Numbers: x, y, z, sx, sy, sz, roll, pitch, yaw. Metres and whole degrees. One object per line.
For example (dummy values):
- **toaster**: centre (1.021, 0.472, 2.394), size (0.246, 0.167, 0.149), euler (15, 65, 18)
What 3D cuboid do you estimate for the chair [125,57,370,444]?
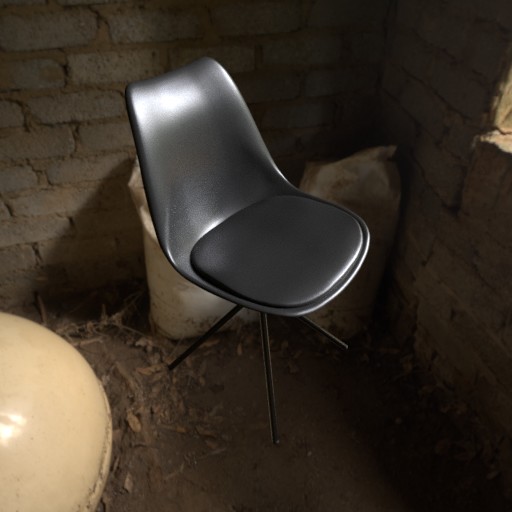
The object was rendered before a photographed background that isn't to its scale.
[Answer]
- **chair**: centre (0.000, 0.000, 1.155), size (0.525, 0.850, 0.461), euler (26, 46, 27)
